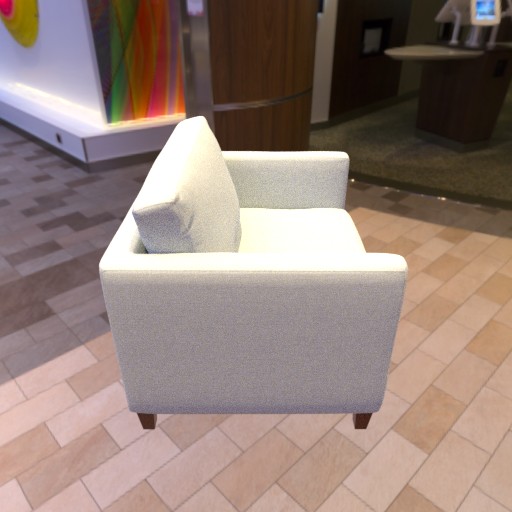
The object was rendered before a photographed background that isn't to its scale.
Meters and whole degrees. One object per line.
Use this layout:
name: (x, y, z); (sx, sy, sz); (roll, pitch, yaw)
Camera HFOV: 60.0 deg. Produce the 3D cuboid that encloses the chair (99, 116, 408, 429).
chair: (0.000, 0.000, 1.879); (0.953, 0.961, 1.107); (0, 31, 0)
